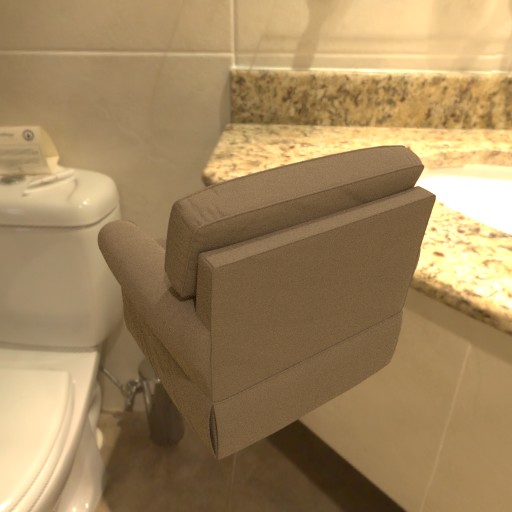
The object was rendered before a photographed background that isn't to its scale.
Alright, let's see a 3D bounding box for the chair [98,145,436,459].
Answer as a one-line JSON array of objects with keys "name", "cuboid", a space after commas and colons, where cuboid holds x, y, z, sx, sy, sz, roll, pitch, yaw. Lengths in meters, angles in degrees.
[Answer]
[{"name": "chair", "cuboid": [0.000, 0.000, 1.916, 1.135, 1.017, 0.988, -19, 35, -28]}]
